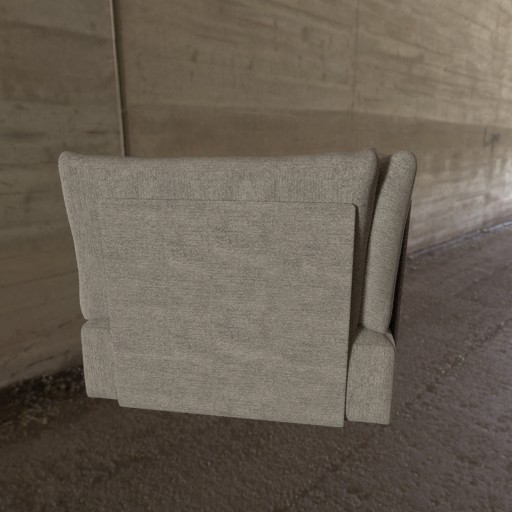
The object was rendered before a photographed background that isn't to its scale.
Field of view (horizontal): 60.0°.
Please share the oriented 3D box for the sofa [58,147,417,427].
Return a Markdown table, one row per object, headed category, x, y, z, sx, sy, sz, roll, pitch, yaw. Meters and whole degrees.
| category | x | y | z | sx | sy | sz | roll | pitch | yaw |
| --- | --- | --- | --- | --- | --- | --- | --- | --- | --- |
| sofa | 0.000 | 0.000 | 1.725 | 1.000 | 0.820 | 1.000 | 2 | 15 | 9 |
